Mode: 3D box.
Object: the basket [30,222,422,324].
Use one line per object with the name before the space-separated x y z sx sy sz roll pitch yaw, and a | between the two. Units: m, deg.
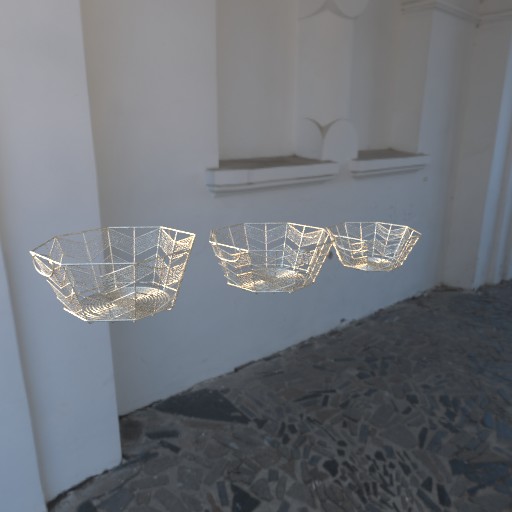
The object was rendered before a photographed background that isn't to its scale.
basket | 0.000 0.000 1.384 1.246 0.178 0.432 -7 17 -25
